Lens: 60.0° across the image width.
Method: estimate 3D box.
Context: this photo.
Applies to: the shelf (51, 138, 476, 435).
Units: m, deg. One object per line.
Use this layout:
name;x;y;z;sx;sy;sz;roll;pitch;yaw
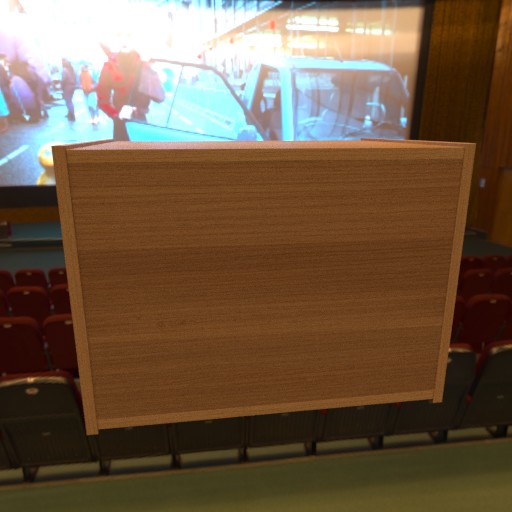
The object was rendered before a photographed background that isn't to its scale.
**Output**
shelf;0.000;0.000;0.605;0.415;0.305;0.290;-2;16;-8
